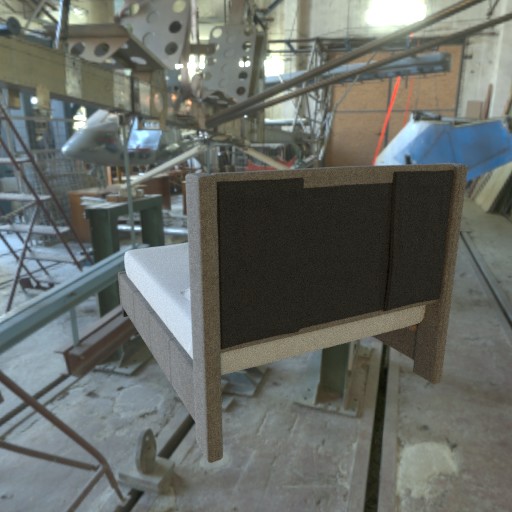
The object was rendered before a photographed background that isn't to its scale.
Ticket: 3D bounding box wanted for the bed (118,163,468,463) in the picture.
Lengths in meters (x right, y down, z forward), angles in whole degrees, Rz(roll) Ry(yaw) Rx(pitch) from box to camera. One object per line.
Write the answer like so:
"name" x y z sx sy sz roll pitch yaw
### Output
"bed" 0.000 0.000 3.421 1.714 1.481 2.245 -8 17 -26
